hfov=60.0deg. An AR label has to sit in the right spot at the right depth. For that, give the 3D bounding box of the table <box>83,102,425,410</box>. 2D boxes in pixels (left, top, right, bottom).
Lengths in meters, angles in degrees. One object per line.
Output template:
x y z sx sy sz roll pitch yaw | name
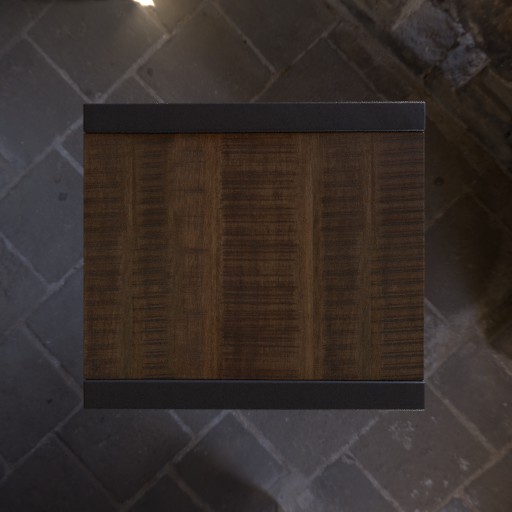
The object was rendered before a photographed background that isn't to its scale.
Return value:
0.000 0.000 0.919 0.500 0.550 0.449 0 90 1 | table
